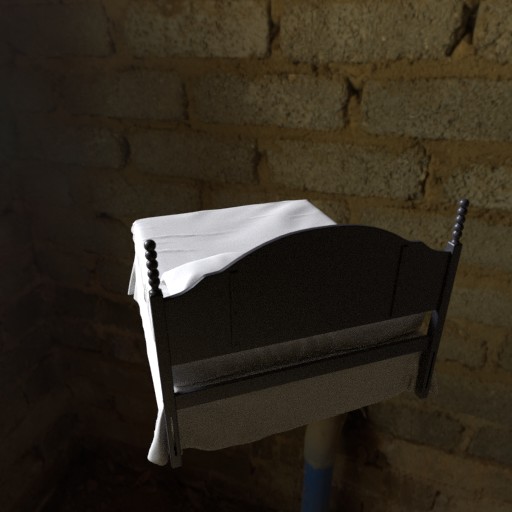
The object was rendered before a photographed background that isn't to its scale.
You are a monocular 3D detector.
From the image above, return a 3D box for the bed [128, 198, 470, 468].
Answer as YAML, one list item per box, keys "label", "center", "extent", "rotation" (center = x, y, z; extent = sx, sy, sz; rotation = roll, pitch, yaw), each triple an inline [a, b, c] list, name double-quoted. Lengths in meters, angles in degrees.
- label: "bed"
  center: [0.000, 0.000, 3.190]
  extent: [1.873, 1.356, 2.040]
  rotation: [-9, 28, -16]
